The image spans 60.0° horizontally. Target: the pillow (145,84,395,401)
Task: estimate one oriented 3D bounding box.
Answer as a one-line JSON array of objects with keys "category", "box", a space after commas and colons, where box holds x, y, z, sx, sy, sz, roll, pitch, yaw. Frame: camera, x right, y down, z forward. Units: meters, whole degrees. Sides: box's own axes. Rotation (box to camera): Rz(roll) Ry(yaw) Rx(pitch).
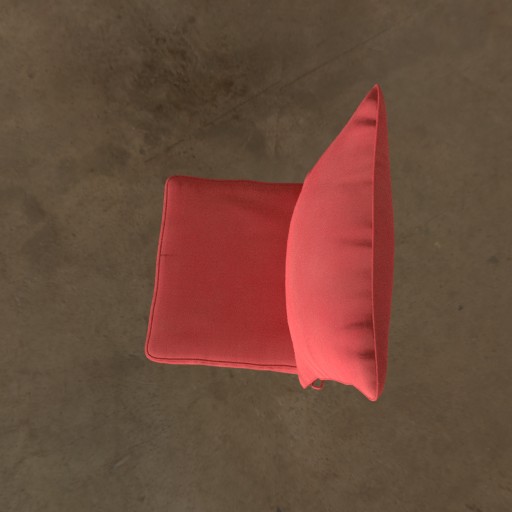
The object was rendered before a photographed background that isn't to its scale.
[{"category": "pillow", "box": [0.000, 0.000, 1.370, 0.733, 0.725, 0.798, 4, 77, 1]}]
